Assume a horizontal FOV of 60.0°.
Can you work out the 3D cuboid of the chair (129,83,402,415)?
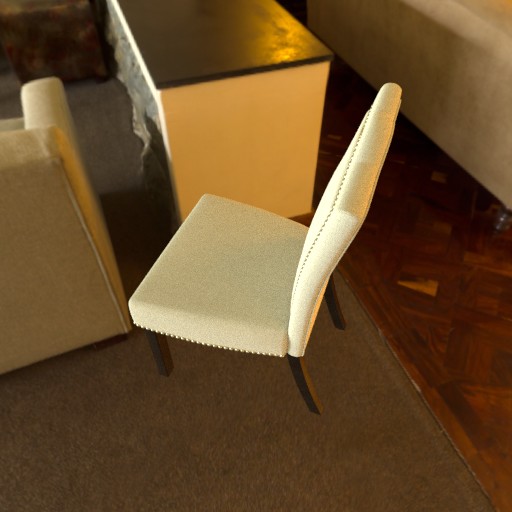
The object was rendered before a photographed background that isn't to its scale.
[{"bbox_3d":[0.000,0.000,1.281,0.589,0.946,0.518,15,49,14],"label":"chair"}]
